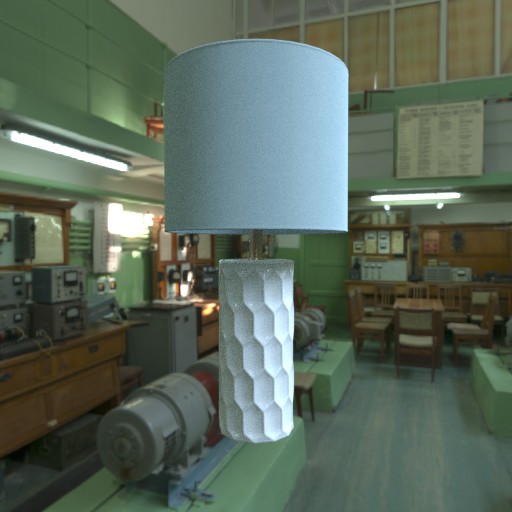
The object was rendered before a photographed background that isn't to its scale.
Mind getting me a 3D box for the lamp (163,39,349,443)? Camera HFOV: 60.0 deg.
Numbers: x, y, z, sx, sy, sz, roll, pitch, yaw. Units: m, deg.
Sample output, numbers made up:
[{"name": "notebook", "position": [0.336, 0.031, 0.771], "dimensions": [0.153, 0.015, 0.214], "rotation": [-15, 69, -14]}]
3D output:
[{"name": "lamp", "position": [0.000, 0.000, 0.683], "dimensions": [0.277, 0.534, 0.277], "rotation": [0, 1, 18]}]
